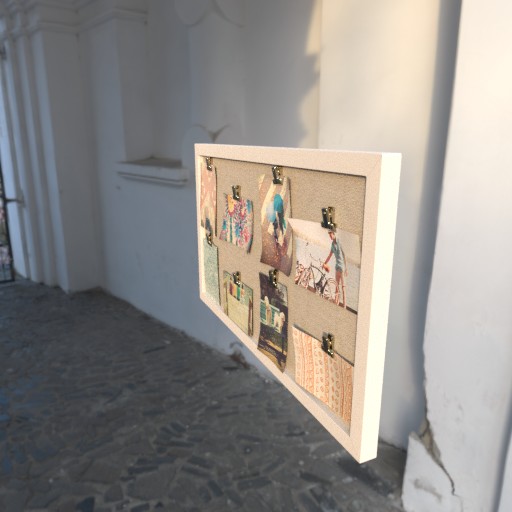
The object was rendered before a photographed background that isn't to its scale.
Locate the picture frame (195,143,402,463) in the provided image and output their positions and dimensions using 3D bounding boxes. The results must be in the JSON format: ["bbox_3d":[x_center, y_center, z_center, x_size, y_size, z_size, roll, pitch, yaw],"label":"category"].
[{"bbox_3d":[0.000,0.000,0.790,0.044,0.379,0.647,-7,17,-24],"label":"picture frame"}]
